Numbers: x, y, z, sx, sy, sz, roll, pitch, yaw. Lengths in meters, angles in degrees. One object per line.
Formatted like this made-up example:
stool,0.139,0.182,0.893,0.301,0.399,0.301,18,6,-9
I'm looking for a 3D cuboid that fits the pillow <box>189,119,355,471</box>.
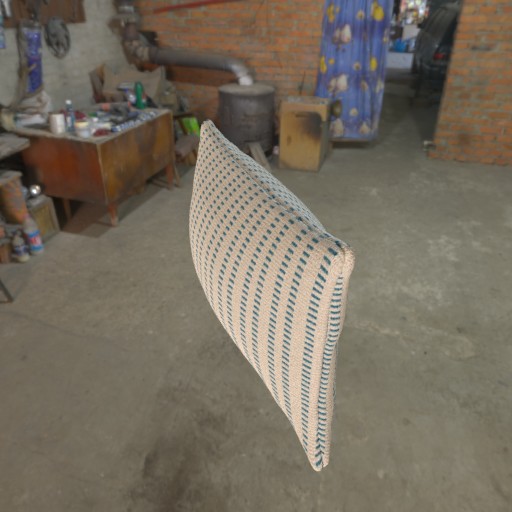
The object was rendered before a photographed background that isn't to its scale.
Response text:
pillow,0.000,0.000,0.799,0.210,0.353,0.640,-10,31,-16
